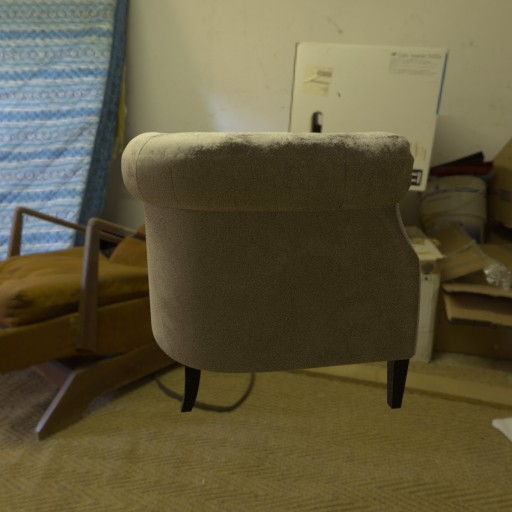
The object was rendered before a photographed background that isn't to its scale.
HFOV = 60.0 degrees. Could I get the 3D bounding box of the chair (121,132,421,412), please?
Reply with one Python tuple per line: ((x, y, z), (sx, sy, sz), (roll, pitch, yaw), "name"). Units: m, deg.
((0.000, 0.000, 1.540), (0.851, 0.826, 0.904), (-3, 15, -10), "chair")
